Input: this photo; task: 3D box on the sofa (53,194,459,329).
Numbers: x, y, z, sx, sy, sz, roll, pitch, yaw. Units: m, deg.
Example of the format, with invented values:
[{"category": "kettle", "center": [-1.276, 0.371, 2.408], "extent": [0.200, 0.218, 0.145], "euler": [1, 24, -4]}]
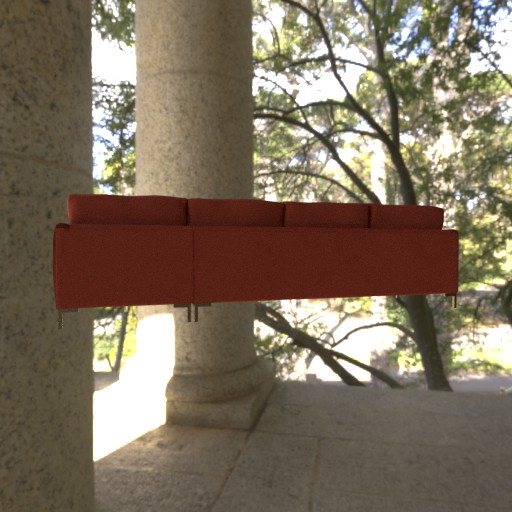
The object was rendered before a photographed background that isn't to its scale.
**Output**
[{"category": "sofa", "center": [0.000, 0.000, 3.618], "extent": [2.932, 0.810, 1.350], "euler": [0, 1, -18]}]
